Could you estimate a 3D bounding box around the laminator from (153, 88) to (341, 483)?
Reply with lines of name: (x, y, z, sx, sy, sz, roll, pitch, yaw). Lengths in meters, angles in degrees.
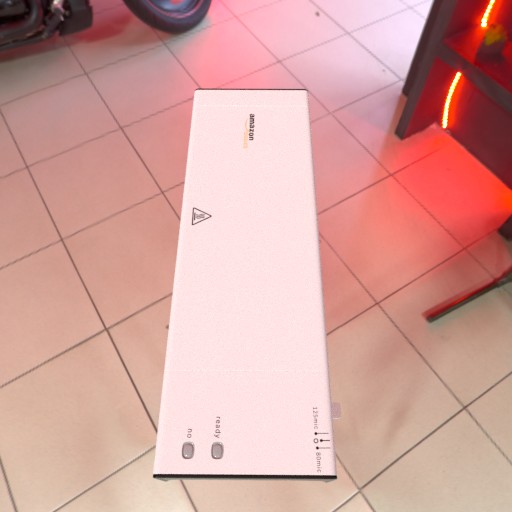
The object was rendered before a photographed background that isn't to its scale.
laminator: (0.000, 0.000, 0.375, 0.123, 0.062, 0.340, 0, 60, 0)
